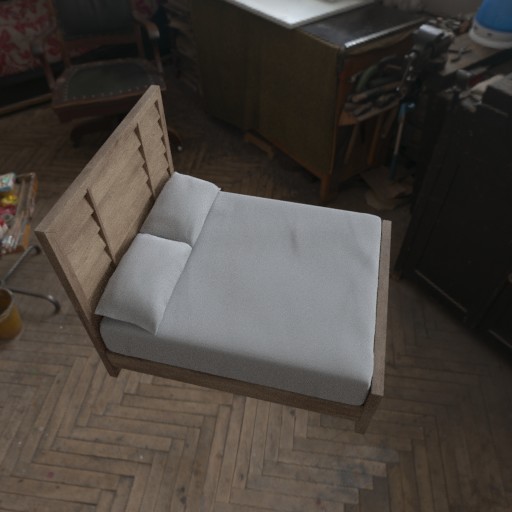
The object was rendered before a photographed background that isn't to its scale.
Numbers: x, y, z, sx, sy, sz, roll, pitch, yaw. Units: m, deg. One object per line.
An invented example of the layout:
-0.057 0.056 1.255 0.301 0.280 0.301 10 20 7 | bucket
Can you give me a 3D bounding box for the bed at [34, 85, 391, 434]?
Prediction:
0.000 0.000 3.292 2.017 1.631 1.615 10 49 9 | bed
